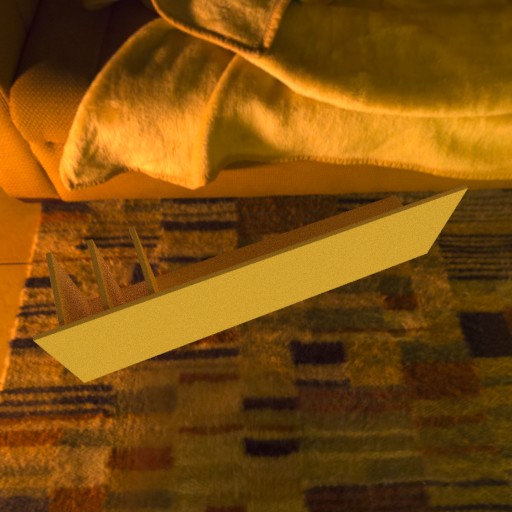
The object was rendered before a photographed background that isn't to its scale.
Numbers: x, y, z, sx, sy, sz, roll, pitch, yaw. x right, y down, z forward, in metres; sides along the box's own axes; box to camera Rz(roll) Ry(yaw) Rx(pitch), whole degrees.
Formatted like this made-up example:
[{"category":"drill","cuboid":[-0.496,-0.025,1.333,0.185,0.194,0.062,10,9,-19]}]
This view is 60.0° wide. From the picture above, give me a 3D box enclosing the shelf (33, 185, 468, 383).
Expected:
[{"category":"shelf","cuboid":[0.000,0.000,1.142,1.020,0.300,0.200,-19,61,-11]}]
